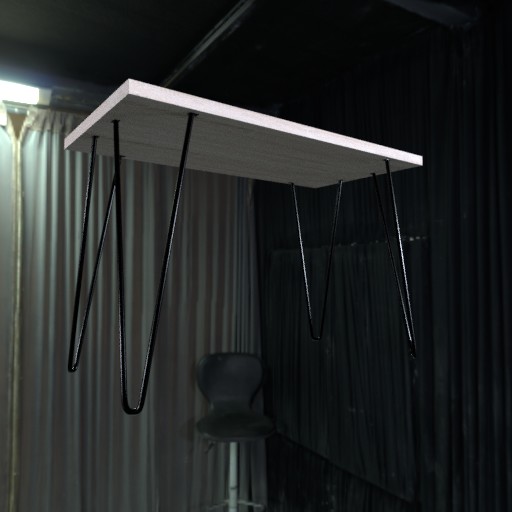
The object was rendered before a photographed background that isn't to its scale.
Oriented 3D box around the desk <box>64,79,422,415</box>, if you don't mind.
[{"bbox_3d":[0.000,0.000,1.349,0.991,0.660,0.499,1,-2,-37],"label":"desk"}]
